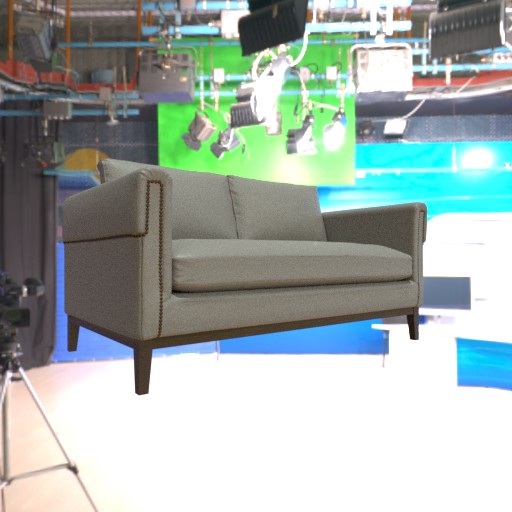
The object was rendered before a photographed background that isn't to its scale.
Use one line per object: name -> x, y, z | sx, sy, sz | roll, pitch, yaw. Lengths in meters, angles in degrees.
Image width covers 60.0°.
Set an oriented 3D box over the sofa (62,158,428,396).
sofa -> 0.000, 0.000, 2.161 | 1.598, 0.873, 0.899 | 0, 0, -37
